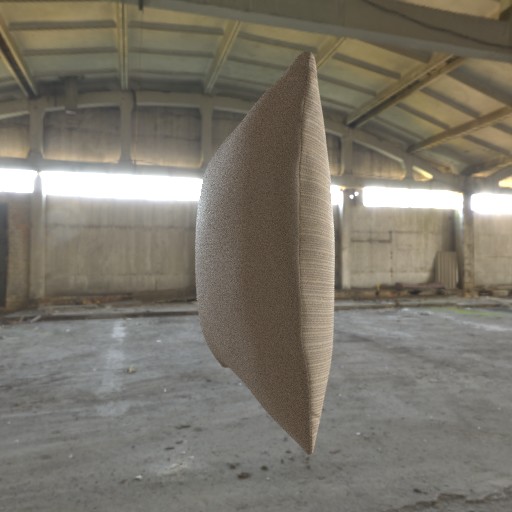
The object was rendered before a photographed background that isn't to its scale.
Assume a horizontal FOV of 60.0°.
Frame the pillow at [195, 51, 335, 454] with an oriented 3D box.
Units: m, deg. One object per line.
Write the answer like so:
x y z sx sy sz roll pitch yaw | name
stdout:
0.000 0.000 0.784 0.204 0.497 0.512 0 -1 -16 | pillow
